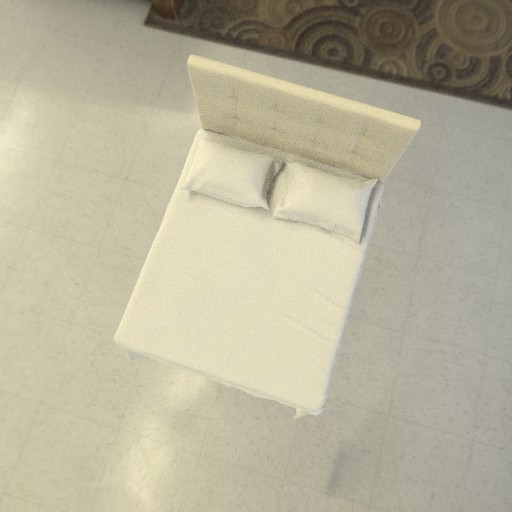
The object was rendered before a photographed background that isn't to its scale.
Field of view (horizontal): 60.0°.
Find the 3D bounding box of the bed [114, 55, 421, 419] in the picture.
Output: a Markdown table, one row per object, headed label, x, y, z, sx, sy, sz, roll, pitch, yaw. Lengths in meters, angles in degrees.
| label | x | y | z | sx | sy | sz | roll | pitch | yaw |
| --- | --- | --- | --- | --- | --- | --- | --- | --- | --- |
| bed | 0.000 | 0.000 | 3.476 | 1.936 | 1.577 | 2.222 | 18 | 76 | 4 |
